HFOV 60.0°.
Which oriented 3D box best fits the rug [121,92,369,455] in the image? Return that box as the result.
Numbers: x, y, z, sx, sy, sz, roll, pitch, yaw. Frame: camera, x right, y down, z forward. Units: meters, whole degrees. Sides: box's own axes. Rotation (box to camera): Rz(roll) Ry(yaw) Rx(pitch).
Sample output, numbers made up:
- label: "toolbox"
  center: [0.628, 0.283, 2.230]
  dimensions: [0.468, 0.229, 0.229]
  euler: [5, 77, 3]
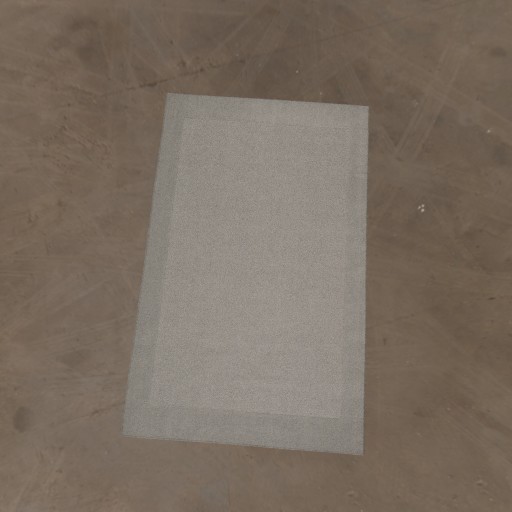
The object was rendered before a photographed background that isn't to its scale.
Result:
- label: "rug"
  center: [0.000, 0.000, 3.050]
  dimensions: [1.524, 0.014, 2.438]
  euler: [4, 76, 1]
